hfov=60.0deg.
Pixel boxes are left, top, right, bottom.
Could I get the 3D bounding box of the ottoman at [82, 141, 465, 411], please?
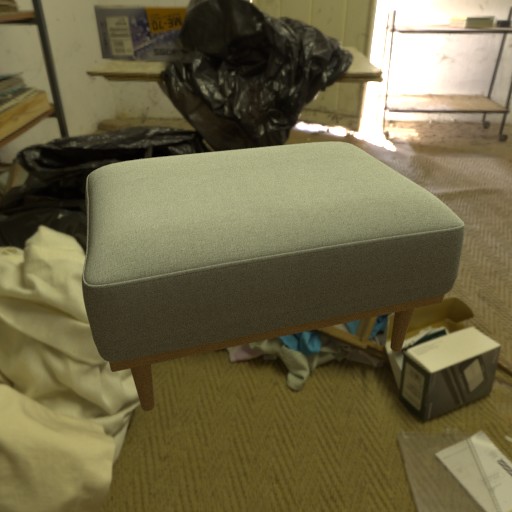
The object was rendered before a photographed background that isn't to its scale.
[{"bbox_3d":[0.000,0.000,1.077,0.749,0.428,0.549,-9,33,-15],"label":"ottoman"}]
